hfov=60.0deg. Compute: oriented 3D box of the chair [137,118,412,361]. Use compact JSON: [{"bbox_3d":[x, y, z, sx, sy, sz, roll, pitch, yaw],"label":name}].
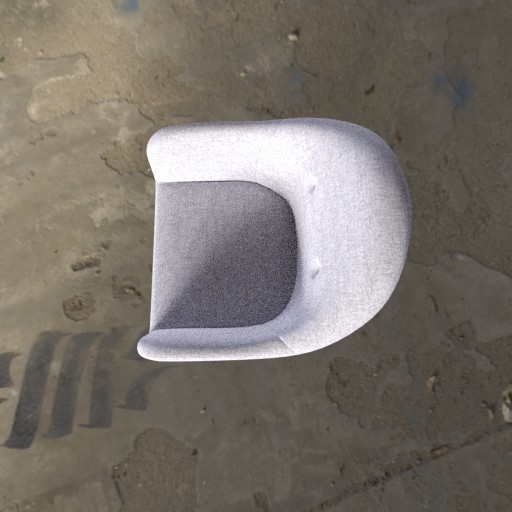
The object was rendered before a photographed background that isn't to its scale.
[{"bbox_3d":[0.000,0.000,1.166,0.570,0.780,0.540,-1,76,0],"label":"chair"}]
